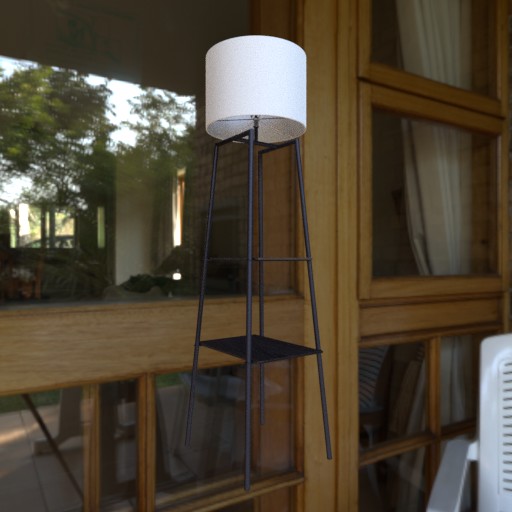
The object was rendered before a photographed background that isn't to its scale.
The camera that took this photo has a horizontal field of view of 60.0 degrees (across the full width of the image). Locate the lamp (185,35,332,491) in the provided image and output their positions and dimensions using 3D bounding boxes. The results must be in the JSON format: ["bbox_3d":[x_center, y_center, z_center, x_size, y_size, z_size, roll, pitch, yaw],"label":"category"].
[{"bbox_3d":[0.000,0.000,1.667,0.384,1.474,0.427,0,0,-36],"label":"lamp"}]
